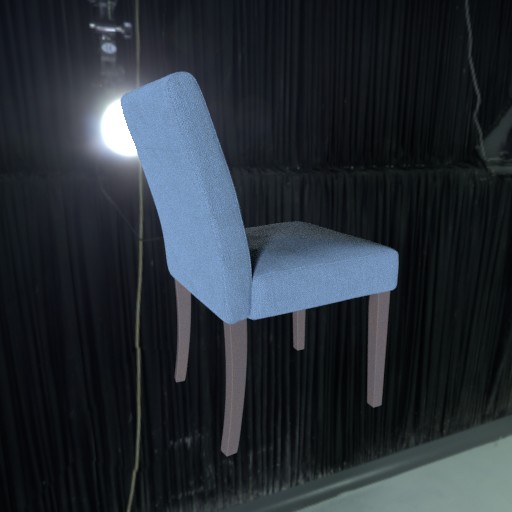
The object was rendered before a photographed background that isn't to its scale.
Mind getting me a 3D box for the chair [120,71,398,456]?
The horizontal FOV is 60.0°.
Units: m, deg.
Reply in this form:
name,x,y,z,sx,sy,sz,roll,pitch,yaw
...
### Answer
name,x,y,z,sx,sy,sz,roll,pitch,yaw
chair,0.000,0.000,1.241,0.629,0.882,0.487,-8,17,-27
